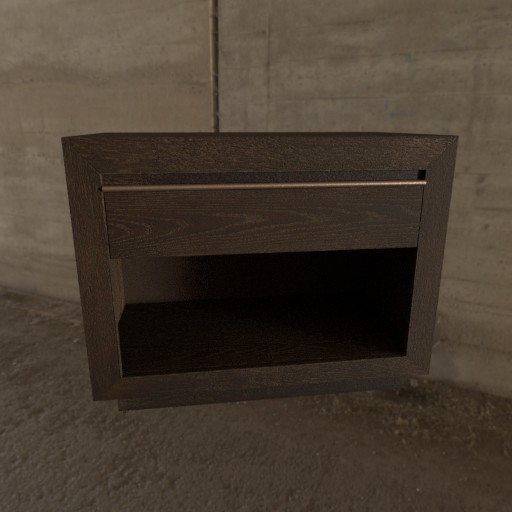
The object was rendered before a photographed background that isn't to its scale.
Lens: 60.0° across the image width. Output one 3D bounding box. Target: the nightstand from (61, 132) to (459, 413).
[{"bbox_3d":[0.000,0.000,1.150,0.775,0.612,0.457,-2,17,-8],"label":"nightstand"}]
